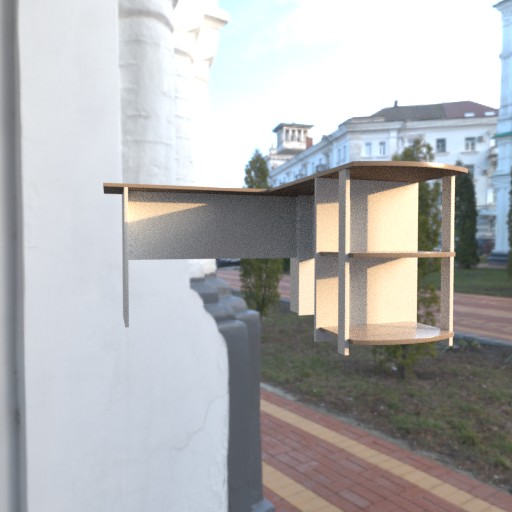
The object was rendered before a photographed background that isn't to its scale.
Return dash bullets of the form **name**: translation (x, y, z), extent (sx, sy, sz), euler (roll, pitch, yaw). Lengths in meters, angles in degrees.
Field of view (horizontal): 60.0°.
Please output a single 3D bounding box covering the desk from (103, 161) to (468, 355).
- **desk**: translation (0.000, 0.000, 2.090), extent (1.361, 0.716, 1.303), euler (-1, 2, -18)
